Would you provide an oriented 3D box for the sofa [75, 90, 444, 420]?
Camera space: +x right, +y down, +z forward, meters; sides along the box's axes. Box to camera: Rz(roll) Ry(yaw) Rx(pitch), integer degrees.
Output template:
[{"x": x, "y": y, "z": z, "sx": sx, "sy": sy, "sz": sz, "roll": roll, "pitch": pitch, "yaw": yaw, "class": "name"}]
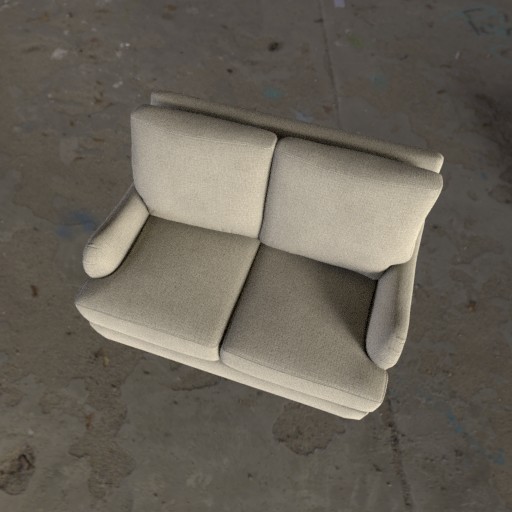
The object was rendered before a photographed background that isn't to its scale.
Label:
[{"x": 0.000, "y": 0.000, "z": 2.182, "sx": 1.480, "sy": 0.999, "sz": 1.087, "roll": 16, "pitch": 60, "yaw": 9, "class": "sofa"}]
